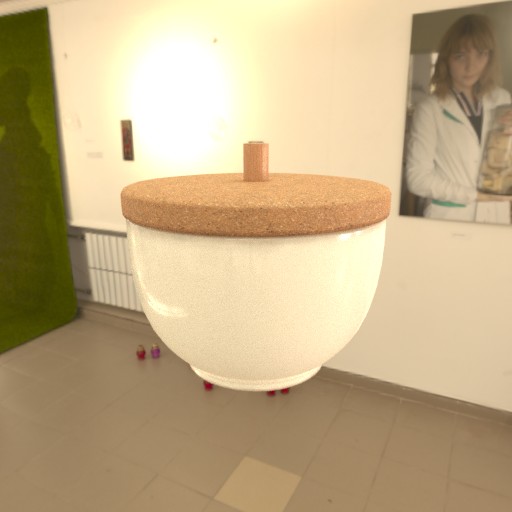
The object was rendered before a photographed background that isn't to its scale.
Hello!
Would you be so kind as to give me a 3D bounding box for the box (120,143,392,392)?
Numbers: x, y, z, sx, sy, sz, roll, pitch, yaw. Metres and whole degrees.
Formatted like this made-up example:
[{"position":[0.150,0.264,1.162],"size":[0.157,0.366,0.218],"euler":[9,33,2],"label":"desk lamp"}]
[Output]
[{"position":[0.000,0.000,0.190],"size":[0.107,0.094,0.107],"euler":[0,15,0],"label":"box"}]
